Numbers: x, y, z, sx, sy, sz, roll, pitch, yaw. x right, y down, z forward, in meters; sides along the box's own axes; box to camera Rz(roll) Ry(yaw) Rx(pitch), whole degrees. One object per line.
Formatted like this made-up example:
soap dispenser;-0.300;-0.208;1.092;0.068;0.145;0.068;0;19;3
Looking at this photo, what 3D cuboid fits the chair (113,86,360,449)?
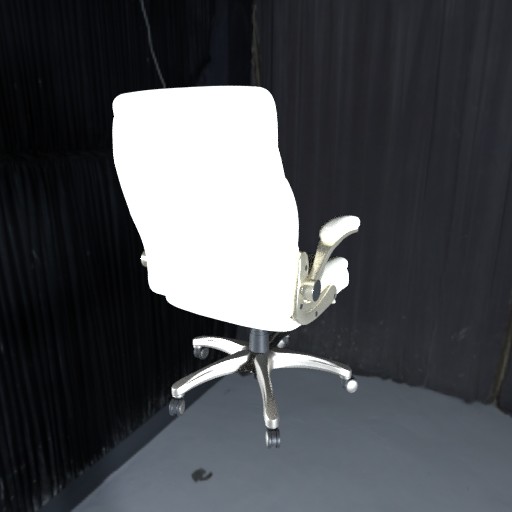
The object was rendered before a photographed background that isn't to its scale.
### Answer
chair;0.000;0.000;1.624;0.740;1.110;0.794;8;18;26
